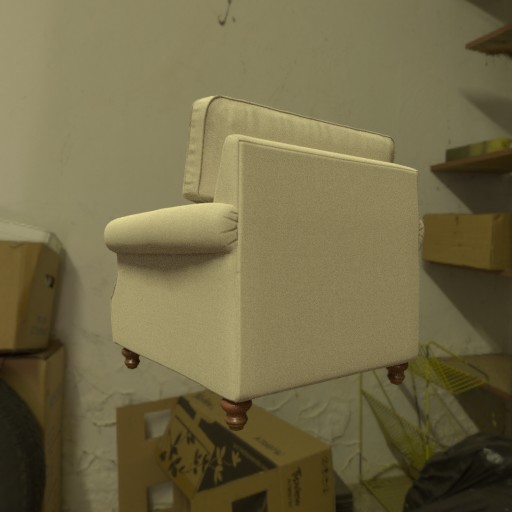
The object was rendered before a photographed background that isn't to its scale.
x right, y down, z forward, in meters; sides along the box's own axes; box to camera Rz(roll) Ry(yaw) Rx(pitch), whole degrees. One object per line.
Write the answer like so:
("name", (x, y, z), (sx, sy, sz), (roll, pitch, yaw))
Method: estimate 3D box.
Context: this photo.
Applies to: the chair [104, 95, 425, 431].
("chair", (0.000, 0.000, 1.783), (1.029, 0.967, 0.966), (0, 1, -36))
